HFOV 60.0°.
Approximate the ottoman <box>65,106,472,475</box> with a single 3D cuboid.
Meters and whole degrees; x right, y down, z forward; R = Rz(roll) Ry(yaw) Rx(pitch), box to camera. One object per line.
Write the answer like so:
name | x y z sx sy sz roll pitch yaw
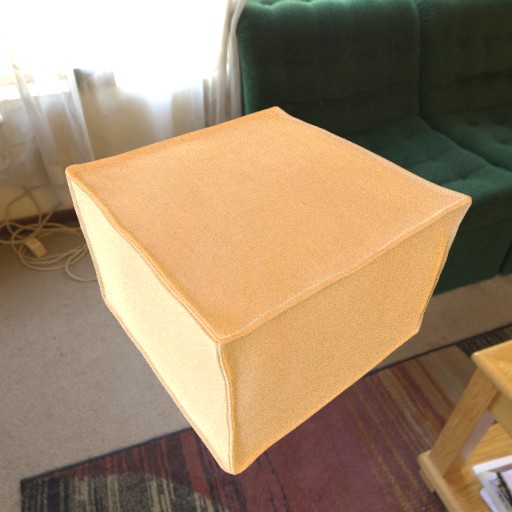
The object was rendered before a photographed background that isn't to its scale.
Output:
ottoman | 0.000 0.000 1.147 0.696 0.470 0.707 -27 47 -28
